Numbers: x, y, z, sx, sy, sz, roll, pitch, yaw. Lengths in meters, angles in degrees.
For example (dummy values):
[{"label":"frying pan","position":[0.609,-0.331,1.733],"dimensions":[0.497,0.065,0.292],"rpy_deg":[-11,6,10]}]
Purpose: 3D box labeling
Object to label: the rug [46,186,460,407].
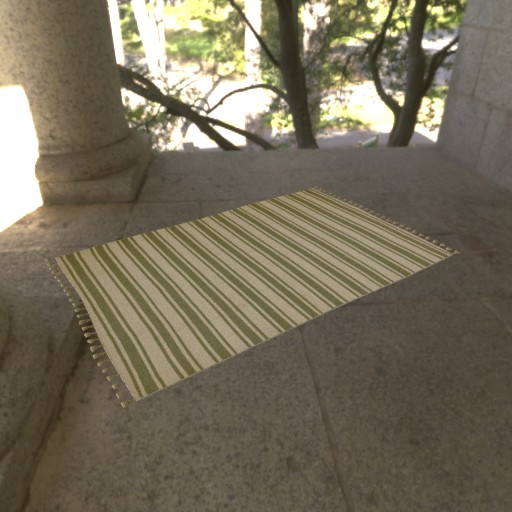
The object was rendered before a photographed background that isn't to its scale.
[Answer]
[{"label":"rug","position":[0.000,0.000,2.339],"dimensions":[1.875,0.013,1.162],"rpy_deg":[-19,35,-29]}]
